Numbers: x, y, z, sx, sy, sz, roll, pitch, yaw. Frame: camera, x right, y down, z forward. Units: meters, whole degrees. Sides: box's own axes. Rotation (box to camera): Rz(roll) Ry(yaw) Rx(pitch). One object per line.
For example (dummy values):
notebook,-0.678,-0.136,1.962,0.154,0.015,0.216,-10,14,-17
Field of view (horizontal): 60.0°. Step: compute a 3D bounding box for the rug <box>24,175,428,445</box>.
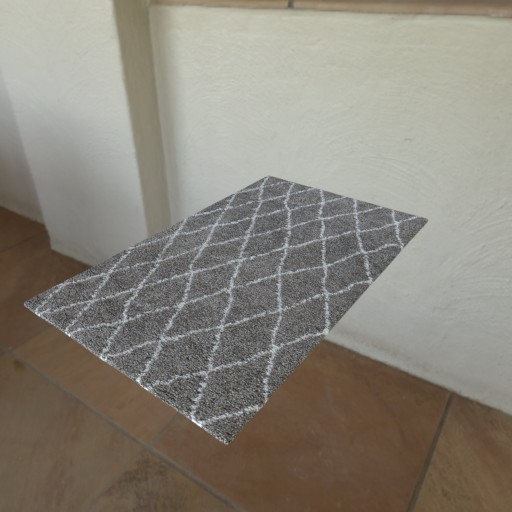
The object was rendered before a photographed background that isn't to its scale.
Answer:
rug,0.000,0.000,2.987,1.524,0.030,2.438,21,38,30
